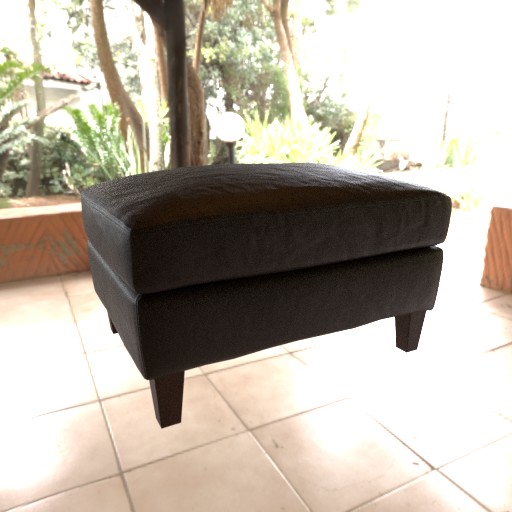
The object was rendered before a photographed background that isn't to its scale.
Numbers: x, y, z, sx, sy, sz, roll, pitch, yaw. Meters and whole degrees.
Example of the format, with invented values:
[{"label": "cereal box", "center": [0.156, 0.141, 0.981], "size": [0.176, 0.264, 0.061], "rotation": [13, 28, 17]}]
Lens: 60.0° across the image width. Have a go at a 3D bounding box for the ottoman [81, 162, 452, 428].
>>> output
[{"label": "ottoman", "center": [0.000, 0.000, 1.284], "size": [0.887, 0.529, 0.659], "rotation": [-8, 17, -27]}]
